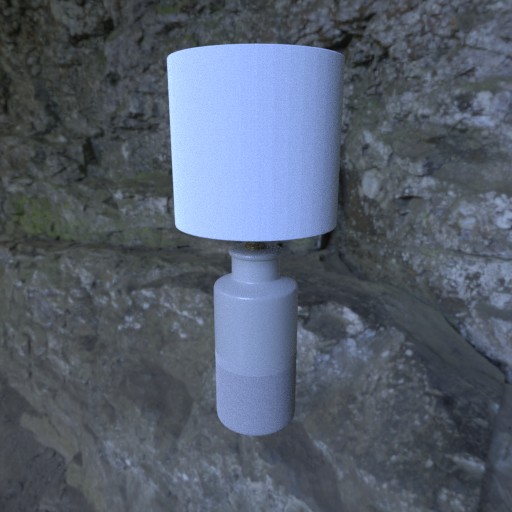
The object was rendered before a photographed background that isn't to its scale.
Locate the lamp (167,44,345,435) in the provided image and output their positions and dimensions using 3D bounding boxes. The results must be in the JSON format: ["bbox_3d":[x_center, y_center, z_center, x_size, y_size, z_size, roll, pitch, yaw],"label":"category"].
[{"bbox_3d":[0.000,0.000,0.604,0.212,0.493,0.212,-8,18,-27],"label":"lamp"}]
